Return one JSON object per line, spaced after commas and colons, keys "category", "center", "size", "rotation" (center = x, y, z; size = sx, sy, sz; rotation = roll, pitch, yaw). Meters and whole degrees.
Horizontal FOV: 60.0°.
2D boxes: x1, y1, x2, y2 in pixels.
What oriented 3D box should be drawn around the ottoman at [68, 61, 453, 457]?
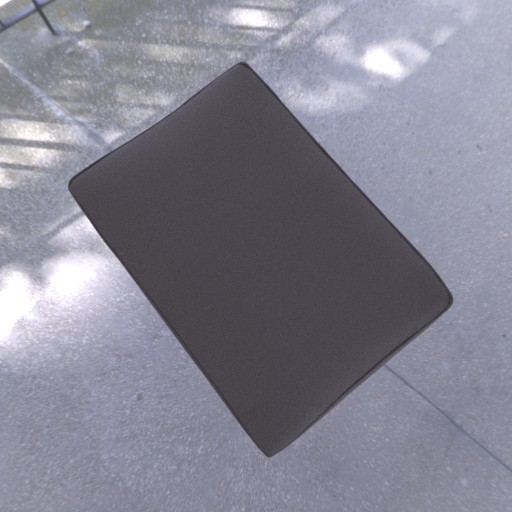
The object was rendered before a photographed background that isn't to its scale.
{"category": "ottoman", "center": [0.000, 0.000, 1.010], "size": [0.508, 0.406, 0.686], "rotation": [-38, 80, -8]}
